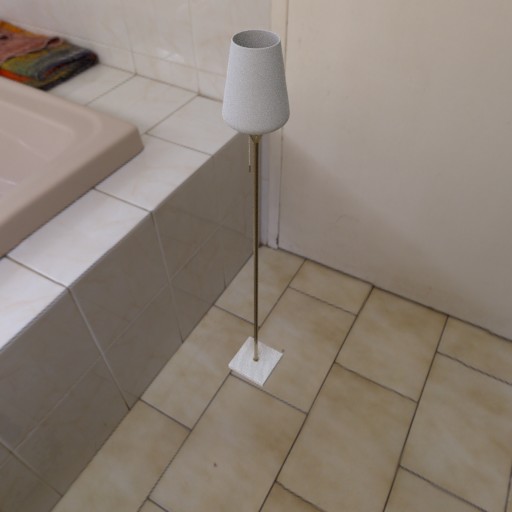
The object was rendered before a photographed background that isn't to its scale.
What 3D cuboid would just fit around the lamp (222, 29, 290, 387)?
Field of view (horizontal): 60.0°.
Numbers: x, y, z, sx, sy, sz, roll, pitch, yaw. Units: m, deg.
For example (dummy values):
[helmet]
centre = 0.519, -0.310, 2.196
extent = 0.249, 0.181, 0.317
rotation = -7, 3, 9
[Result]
[lamp]
centre = 0.000, 0.000, 1.926
extent = 0.232, 1.813, 0.229
rotation = 25, 52, 21
